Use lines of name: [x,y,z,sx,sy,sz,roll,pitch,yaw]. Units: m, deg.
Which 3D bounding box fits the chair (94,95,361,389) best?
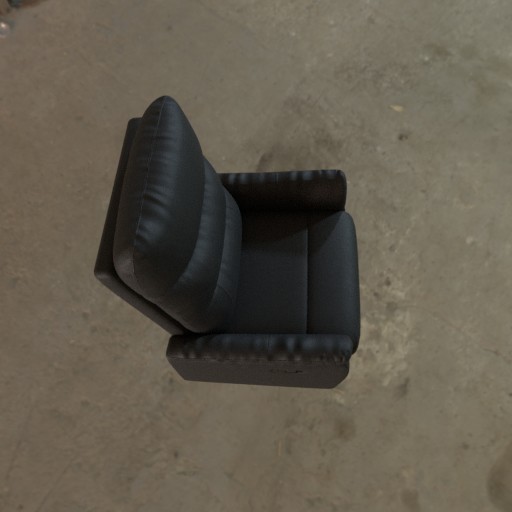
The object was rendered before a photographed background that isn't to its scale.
chair: [0.000,0.000,1.627,0.831,1.082,0.775,3,65,1]
